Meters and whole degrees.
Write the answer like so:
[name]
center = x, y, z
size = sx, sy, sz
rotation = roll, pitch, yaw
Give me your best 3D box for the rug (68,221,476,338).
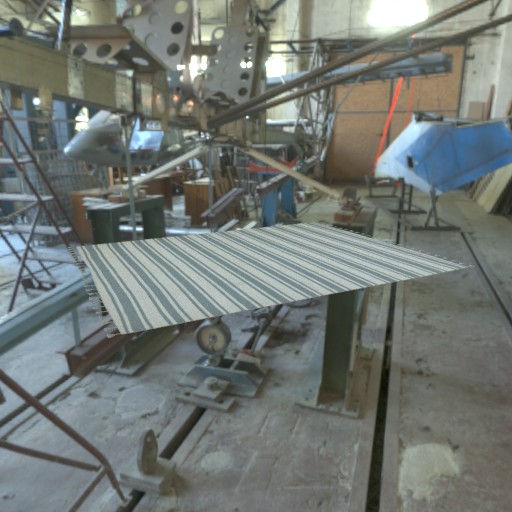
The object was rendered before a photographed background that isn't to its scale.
[rug]
center = 0.000, 0.000, 4.302
size = 3.201, 0.005, 2.439
rotation = -8, 17, -26
